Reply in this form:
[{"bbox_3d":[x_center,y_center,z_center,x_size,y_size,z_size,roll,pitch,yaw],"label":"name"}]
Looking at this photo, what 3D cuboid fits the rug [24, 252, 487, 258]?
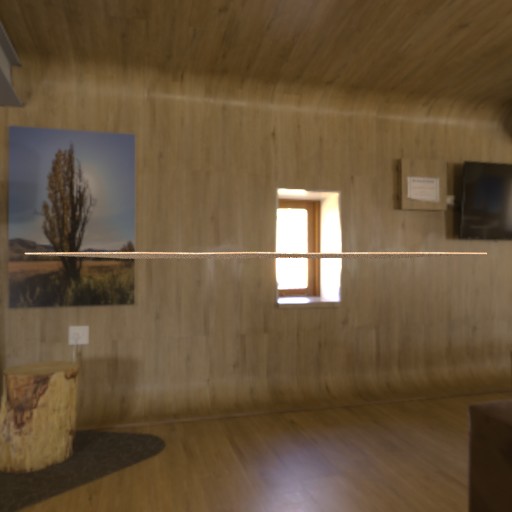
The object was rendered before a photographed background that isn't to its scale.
[{"bbox_3d":[0.000,0.000,2.778,2.135,0.013,1.524,0,-1,1],"label":"rug"}]
